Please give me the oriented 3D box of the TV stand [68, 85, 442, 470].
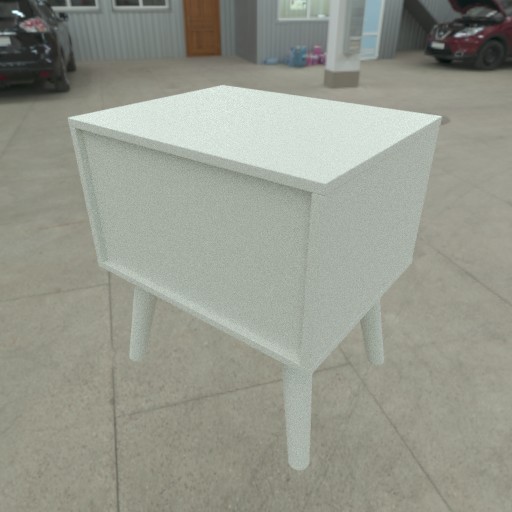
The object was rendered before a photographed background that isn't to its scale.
[{"bbox_3d":[0.000,0.000,0.909,0.508,0.559,0.405,21,37,32],"label":"TV stand"}]
